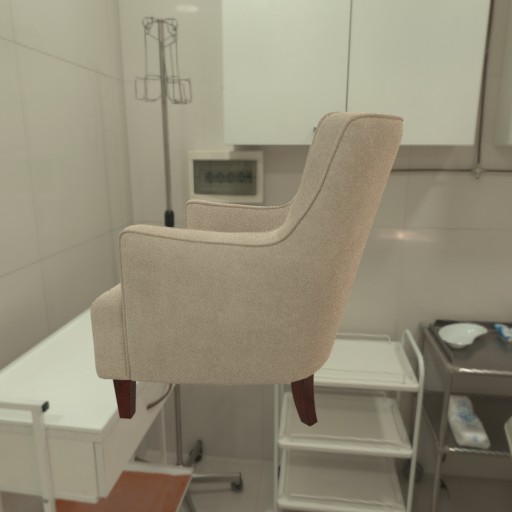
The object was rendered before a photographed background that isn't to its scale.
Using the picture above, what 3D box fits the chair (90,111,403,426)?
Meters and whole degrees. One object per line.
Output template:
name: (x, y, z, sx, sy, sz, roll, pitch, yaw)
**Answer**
chair: (0.000, 0.000, 1.560, 0.910, 0.920, 0.781, 2, 14, 7)
